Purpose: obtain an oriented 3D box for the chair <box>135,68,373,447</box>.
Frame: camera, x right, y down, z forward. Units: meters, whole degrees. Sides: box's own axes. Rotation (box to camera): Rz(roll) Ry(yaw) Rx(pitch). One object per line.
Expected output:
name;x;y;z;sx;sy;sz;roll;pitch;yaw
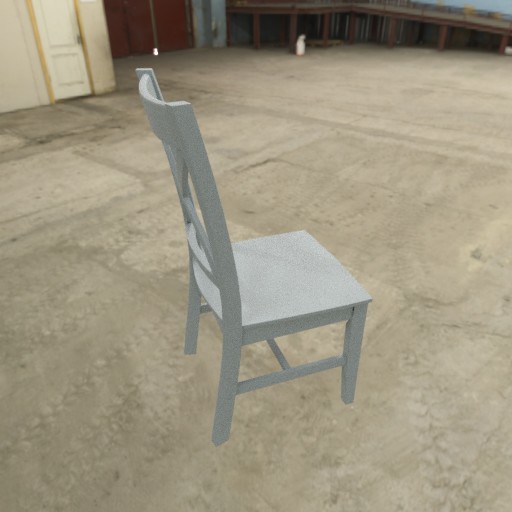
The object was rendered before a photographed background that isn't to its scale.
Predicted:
chair;0.000;0.000;1.299;0.542;0.983;0.485;-10;32;-17
